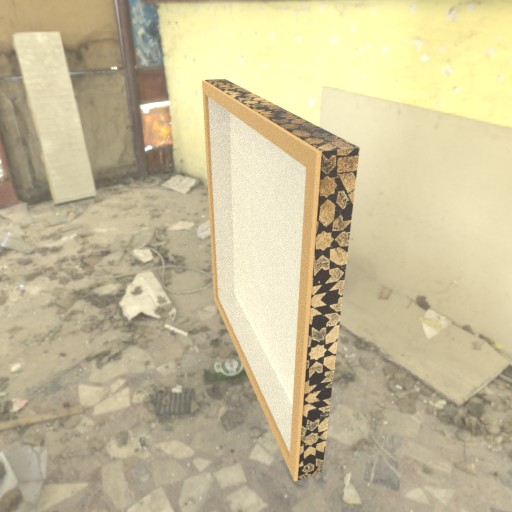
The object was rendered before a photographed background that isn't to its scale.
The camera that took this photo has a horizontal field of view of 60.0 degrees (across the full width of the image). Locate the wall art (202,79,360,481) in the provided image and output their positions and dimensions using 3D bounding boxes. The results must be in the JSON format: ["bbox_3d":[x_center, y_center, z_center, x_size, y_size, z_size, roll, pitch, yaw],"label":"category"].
[{"bbox_3d":[0.000,0.000,0.610,0.038,0.405,0.405,-9,31,-16],"label":"wall art"}]
